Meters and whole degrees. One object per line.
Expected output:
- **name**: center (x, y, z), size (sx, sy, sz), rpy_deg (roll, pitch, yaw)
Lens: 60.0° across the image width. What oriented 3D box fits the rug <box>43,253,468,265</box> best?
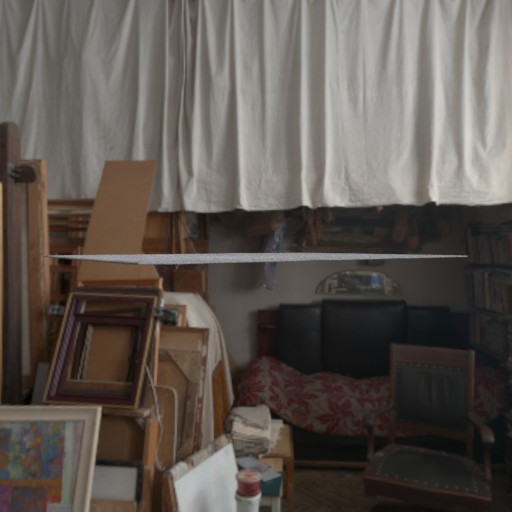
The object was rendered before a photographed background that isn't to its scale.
- **rug**: center (0.000, 0.000, 4.316), size (3.359, 0.020, 2.448), rpy_deg (-1, 1, -36)
